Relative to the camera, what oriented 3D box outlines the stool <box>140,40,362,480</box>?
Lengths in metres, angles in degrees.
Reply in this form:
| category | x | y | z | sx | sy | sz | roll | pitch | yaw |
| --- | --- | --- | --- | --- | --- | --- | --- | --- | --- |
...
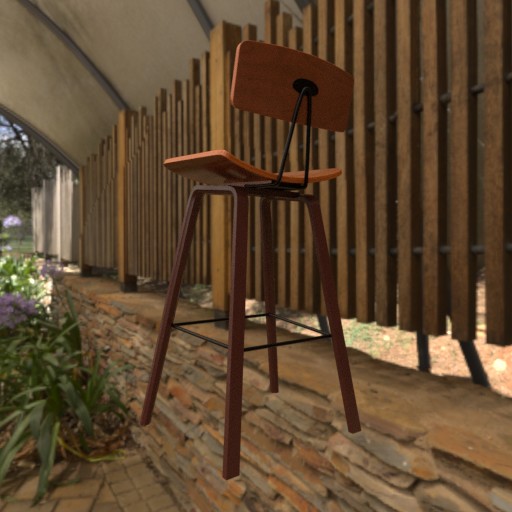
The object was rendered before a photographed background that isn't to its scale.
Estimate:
| category | x | y | z | sx | sy | sz | roll | pitch | yaw |
| --- | --- | --- | --- | --- | --- | --- | --- | --- | --- |
| stool | 0.000 | 0.000 | 1.243 | 0.509 | 0.969 | 0.440 | -1 | 1 | -36 |
